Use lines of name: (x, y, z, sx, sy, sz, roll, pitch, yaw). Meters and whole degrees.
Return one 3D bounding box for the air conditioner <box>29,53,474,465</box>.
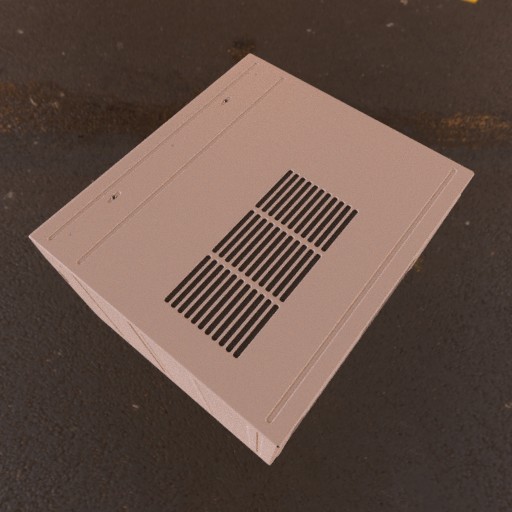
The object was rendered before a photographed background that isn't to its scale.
air conditioner: (0.000, 0.000, 1.043, 0.599, 0.455, 0.645, 35, 67, 17)
